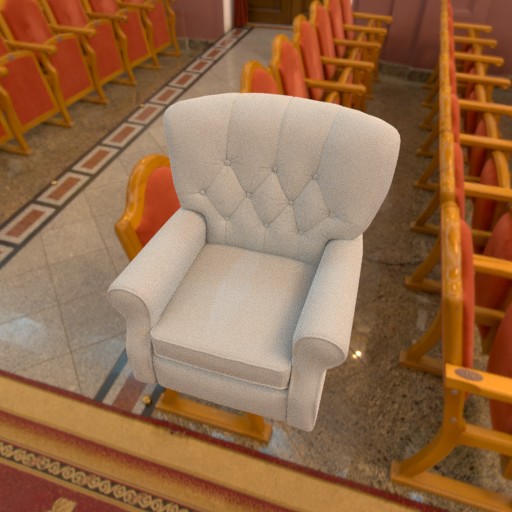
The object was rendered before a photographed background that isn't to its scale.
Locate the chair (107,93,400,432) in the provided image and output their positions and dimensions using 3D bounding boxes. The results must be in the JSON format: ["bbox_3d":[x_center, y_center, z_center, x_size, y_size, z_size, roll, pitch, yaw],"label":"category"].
[{"bbox_3d":[0.000,0.000,2.119,1.090,1.217,1.128,12,42,13],"label":"chair"}]
